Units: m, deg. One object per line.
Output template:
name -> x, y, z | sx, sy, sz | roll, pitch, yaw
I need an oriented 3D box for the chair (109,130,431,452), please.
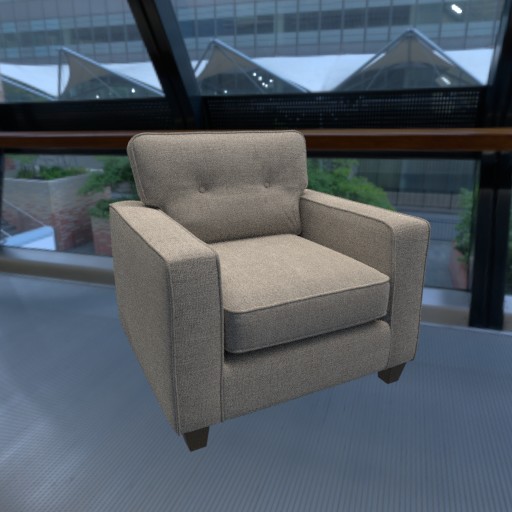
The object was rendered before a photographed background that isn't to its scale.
chair -> 0.000, 0.000, 1.813 | 1.015, 0.965, 0.939 | -9, 20, -26
